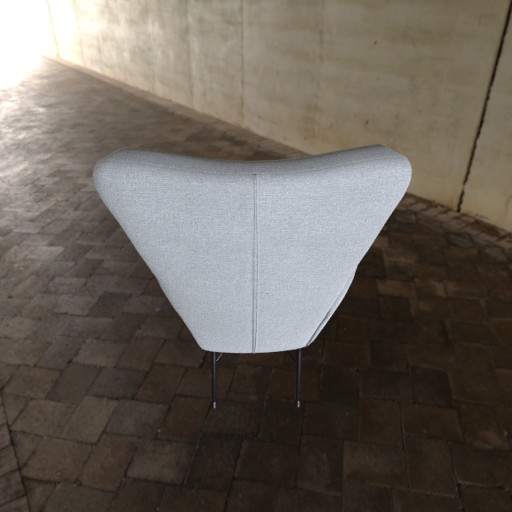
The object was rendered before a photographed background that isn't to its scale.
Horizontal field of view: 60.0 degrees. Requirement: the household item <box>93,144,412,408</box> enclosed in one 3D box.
[{"bbox_3d":[0.000,0.000,1.792,0.980,1.050,0.900,-1,30,-2],"label":"household item"}]
